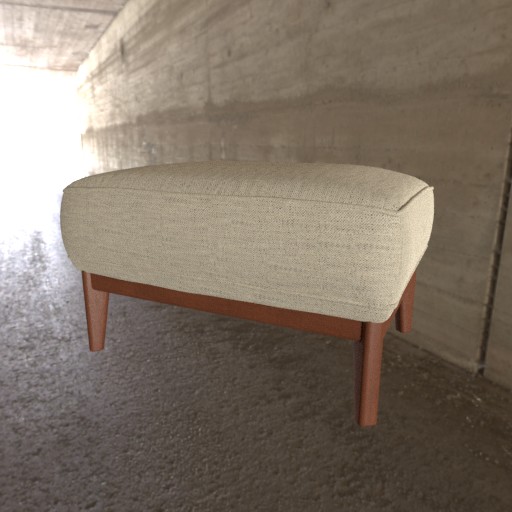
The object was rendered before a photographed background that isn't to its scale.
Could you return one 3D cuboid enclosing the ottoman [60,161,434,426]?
[{"bbox_3d":[0.000,0.000,1.134,0.794,0.465,0.594,7,16,25],"label":"ottoman"}]
